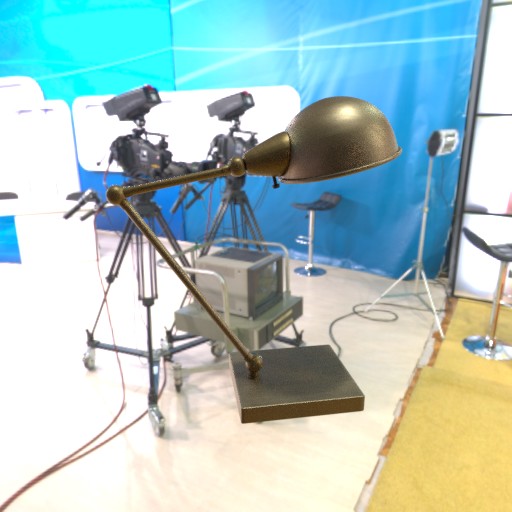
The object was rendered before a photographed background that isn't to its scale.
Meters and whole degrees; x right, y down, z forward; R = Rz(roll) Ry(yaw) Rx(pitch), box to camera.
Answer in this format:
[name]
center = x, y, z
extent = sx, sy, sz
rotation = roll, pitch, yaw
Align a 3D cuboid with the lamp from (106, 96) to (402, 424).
[lamp]
center = 0.000, 0.000, 0.543
extent = 0.339, 0.371, 0.149
rotation = -3, 17, -9
